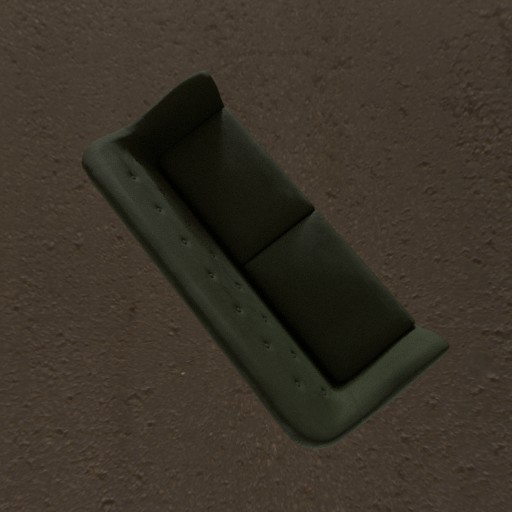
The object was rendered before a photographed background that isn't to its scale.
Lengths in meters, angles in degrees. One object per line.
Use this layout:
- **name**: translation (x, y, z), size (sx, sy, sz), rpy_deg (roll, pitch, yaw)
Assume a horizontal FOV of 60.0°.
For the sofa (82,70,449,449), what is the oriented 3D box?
- **sofa**: translation (0.000, 0.000, 2.255), size (0.820, 0.836, 1.840), rpy_deg (-38, 80, -8)
